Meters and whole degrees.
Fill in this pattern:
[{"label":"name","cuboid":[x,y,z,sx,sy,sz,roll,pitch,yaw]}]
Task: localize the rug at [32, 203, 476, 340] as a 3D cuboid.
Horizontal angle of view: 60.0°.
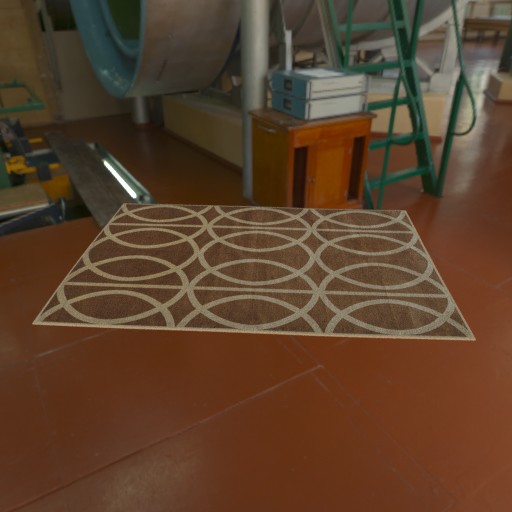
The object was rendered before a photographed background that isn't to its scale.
[{"label":"rug","cuboid":[0.000,0.000,2.919,2.290,0.014,1.526,2,31,3]}]
